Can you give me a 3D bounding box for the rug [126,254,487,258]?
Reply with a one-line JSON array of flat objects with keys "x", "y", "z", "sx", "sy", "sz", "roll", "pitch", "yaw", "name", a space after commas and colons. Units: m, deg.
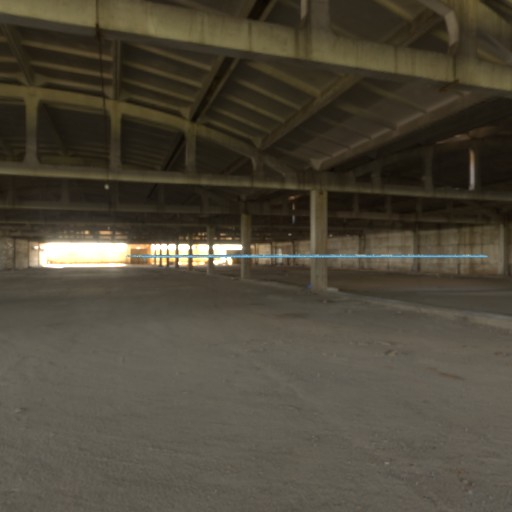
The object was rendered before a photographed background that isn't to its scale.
[{"x": 0.000, "y": 0.000, "z": 2.873, "sx": 1.554, "sy": 0.012, "sz": 2.205, "roll": 0, "pitch": 0, "yaw": -18, "name": "rug"}]
